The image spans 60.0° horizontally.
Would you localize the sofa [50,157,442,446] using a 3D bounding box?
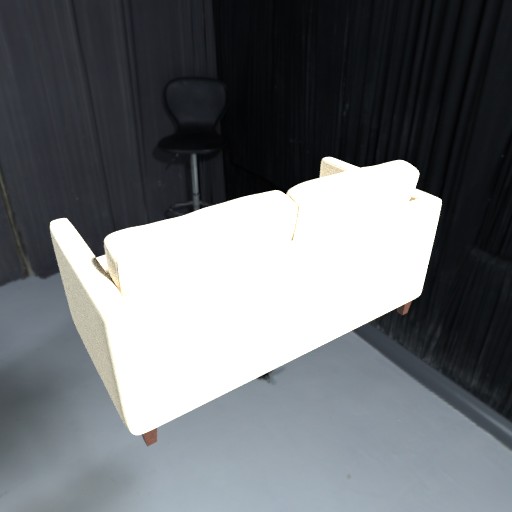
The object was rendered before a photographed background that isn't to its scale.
[{"bbox_3d":[0.000,0.000,2.440,1.884,0.963,0.950,-19,35,-29],"label":"sofa"}]
